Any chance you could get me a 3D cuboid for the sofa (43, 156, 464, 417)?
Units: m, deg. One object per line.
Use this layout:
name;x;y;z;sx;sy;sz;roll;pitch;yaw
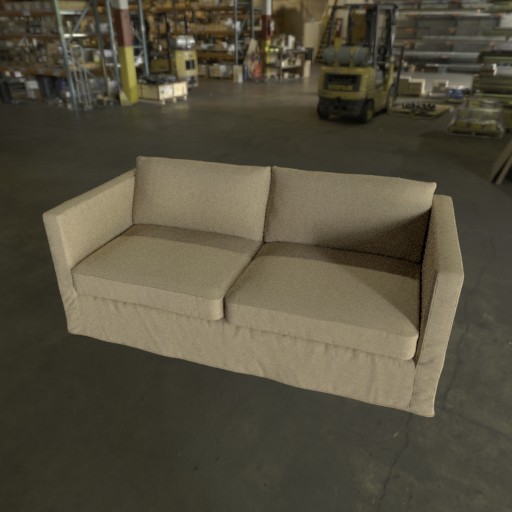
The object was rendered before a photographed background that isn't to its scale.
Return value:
sofa;0.000;0.000;2.404;1.959;0.835;0.962;9;29;16
